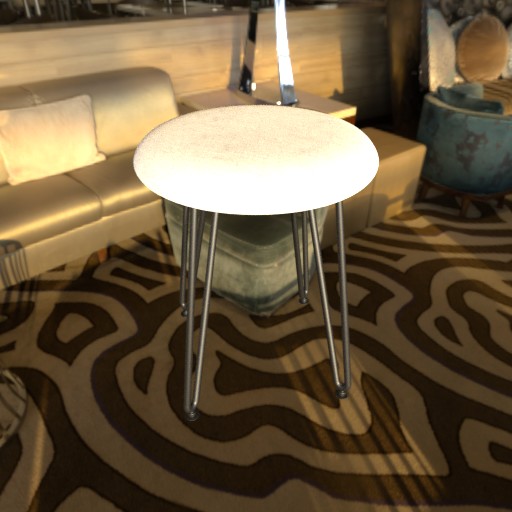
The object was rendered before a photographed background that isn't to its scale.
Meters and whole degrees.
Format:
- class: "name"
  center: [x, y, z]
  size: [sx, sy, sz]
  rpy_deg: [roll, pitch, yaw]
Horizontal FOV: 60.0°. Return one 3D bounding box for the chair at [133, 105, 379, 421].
- class: "chair"
  center: [0.000, 0.000, 0.660]
  size: [0.350, 0.386, 0.350]
  rpy_deg: [21, 39, 29]
